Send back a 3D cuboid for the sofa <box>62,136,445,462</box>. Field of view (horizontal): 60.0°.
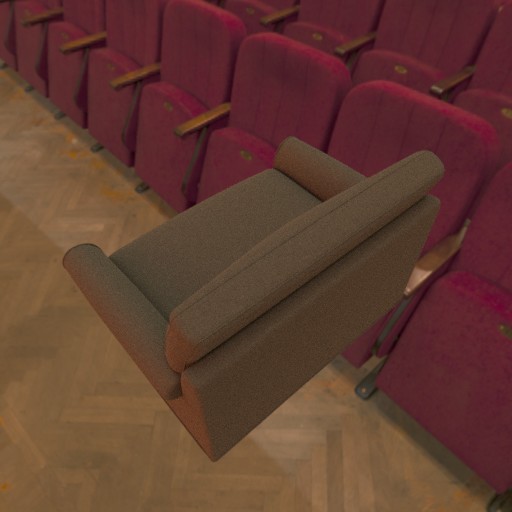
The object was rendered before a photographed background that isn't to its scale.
[{"bbox_3d":[0.000,0.000,2.020,1.410,0.953,0.940,-33,55,-26],"label":"sofa"}]
